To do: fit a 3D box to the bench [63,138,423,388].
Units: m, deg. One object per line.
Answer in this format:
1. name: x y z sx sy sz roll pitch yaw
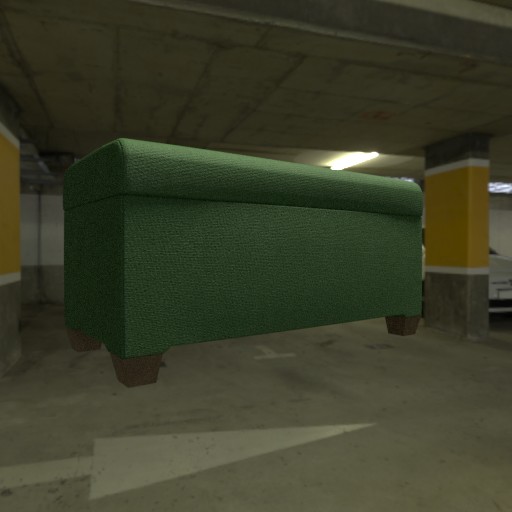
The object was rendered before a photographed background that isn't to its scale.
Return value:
1. bench: 0.000 0.000 1.309 0.989 0.501 0.505 -1 1 -36
